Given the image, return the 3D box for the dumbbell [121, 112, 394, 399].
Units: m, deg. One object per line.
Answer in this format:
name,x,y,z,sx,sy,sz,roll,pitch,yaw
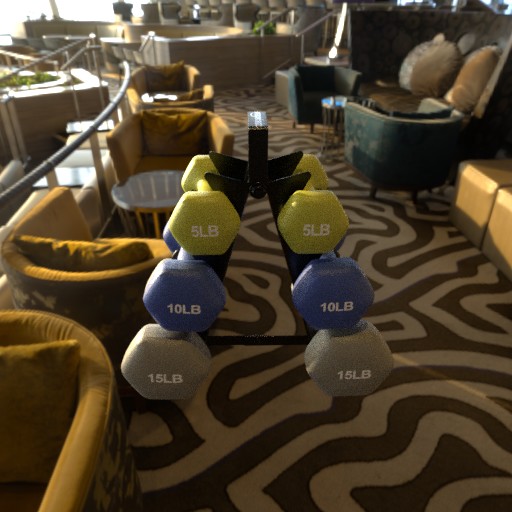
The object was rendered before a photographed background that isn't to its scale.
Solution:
dumbbell,0.000,0.000,0.700,0.416,0.426,0.261,-1,30,-1
